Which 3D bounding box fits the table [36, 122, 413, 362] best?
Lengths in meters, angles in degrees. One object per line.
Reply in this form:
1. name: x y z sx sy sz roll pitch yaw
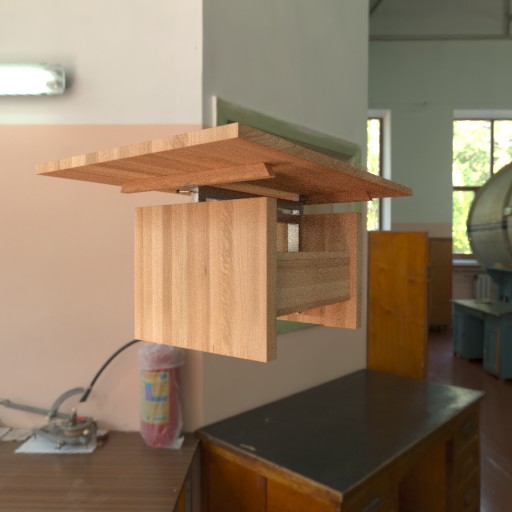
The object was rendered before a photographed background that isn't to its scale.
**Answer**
1. table: 0.000 0.000 1.464 0.700 0.510 1.100 1 1 35
